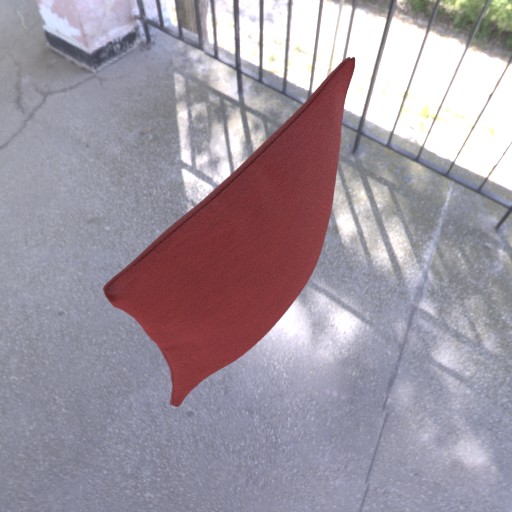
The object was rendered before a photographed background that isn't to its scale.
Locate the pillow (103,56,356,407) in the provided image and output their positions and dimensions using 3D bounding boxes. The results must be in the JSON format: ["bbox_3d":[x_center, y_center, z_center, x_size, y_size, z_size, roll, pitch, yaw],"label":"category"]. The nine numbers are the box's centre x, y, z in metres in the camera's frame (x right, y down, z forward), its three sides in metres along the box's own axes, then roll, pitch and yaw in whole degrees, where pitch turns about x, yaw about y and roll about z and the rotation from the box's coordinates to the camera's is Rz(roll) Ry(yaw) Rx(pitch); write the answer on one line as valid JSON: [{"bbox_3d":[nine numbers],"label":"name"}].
[{"bbox_3d":[0.000,0.000,0.653,0.151,0.416,0.435,33,63,19],"label":"pillow"}]
